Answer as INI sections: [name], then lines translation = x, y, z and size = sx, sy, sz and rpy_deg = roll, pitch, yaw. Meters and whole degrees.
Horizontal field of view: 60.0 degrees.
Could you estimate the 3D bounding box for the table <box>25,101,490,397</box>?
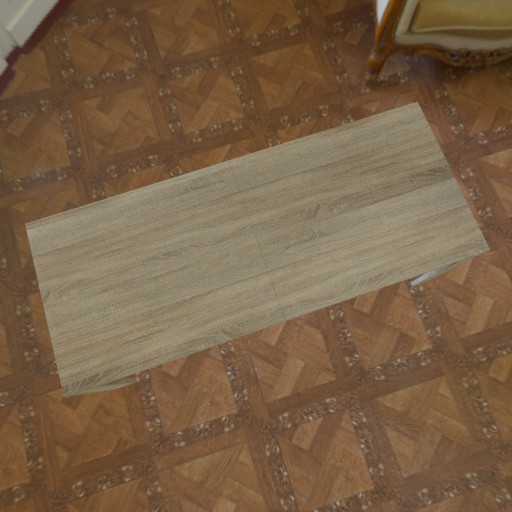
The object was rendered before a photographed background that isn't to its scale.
[table]
translation = 0.000, 0.000, 2.643
size = 2.200, 0.790, 0.900
rpy_deg = -18, 76, -5
